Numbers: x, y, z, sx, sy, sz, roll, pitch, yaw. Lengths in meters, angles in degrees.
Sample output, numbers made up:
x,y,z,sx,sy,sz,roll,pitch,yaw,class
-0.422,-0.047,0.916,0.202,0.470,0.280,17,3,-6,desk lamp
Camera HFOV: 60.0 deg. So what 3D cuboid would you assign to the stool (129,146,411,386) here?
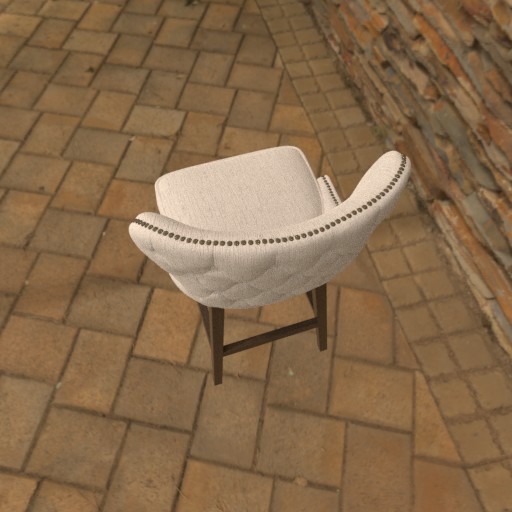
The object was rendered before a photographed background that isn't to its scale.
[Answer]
x,y,z,sx,sy,sz,roll,pitch,yaw,class
0.000,0.000,1.354,0.615,0.972,0.597,-16,59,-10,stool
